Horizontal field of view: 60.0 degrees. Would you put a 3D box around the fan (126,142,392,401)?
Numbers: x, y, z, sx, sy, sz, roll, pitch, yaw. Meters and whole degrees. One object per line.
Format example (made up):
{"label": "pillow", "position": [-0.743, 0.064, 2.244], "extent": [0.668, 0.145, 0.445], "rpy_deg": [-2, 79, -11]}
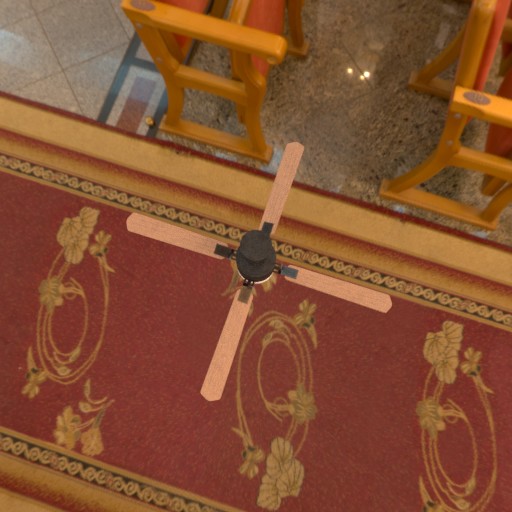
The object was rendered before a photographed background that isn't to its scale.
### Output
{"label": "fan", "position": [0.000, 0.000, 1.996], "extent": [1.320, 0.355, 1.320], "rpy_deg": [18, 76, 5]}
